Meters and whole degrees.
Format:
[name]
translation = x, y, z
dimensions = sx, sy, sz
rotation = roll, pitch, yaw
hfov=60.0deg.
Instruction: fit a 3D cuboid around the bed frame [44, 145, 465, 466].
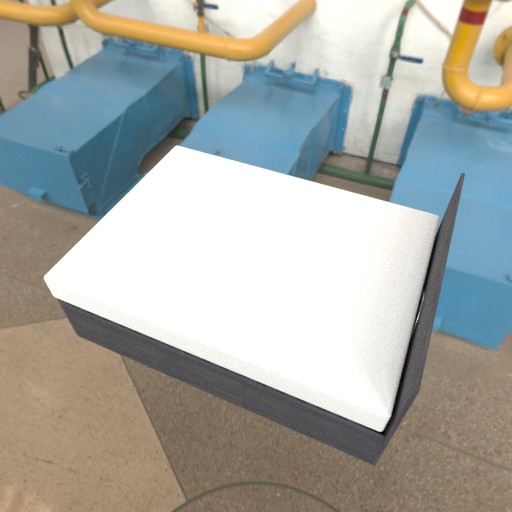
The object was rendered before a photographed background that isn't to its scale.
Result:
[bed frame]
translation = 0.000, 0.000, 2.568
dimensions = 1.900, 0.800, 1.400
rotation = 18, 50, 16
